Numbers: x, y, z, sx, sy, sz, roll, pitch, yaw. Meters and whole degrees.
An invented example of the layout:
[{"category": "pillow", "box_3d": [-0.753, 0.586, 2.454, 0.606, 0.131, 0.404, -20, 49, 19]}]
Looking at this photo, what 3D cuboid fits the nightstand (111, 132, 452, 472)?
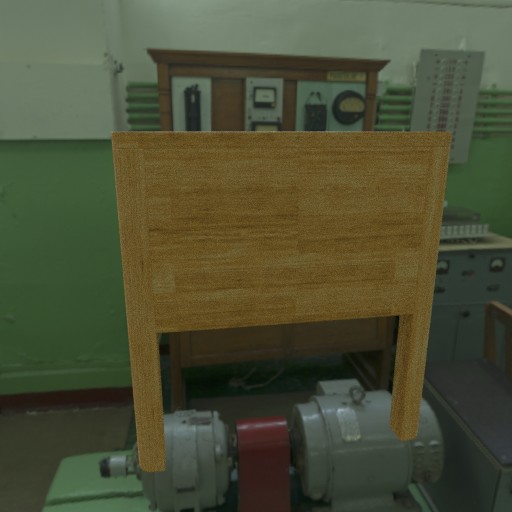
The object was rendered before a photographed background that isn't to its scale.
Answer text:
[{"category": "nightstand", "box_3d": [0.000, 0.000, 0.871, 0.440, 0.470, 0.560, -3, 16, -10]}]
